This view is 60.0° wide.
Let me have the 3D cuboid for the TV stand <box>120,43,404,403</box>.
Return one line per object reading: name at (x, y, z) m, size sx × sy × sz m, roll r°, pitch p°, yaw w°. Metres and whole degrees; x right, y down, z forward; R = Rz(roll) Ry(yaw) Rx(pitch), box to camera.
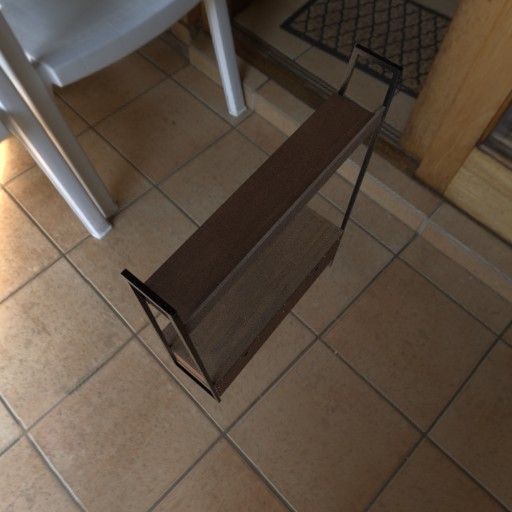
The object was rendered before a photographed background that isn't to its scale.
TV stand at (0.000, 0.000, 2.296) m, size 0.432 × 1.772 × 1.250 m, roll 36°, pitch 69°, yaw 16°
